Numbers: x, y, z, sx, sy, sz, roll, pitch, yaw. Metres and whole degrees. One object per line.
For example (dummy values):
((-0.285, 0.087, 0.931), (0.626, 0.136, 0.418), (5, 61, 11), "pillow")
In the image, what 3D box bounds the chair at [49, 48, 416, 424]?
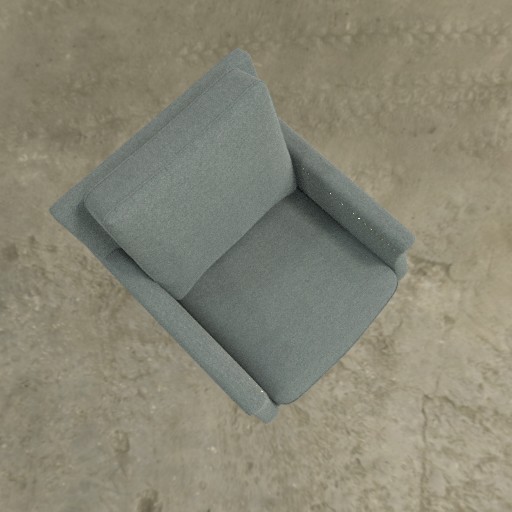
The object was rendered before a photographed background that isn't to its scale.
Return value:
((0.000, 0.000, 1.774), (1.031, 1.031, 0.885), (44, 80, 10), "chair")
